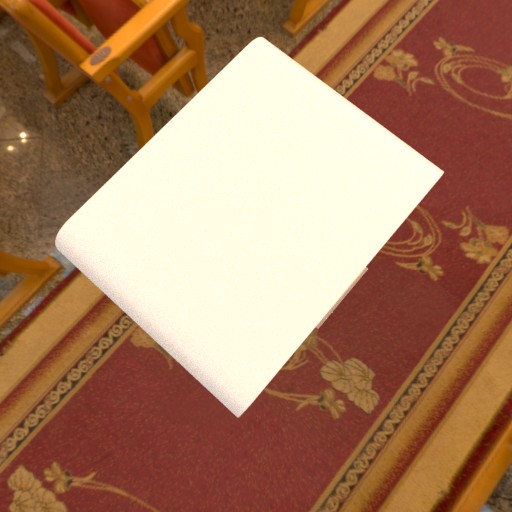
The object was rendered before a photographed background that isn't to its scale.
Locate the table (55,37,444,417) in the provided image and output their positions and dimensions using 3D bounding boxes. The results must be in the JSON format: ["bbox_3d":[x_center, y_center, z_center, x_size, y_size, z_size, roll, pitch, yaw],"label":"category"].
[{"bbox_3d":[0.000,0.000,0.888,0.350,0.590,0.450,40,79,9],"label":"table"}]
